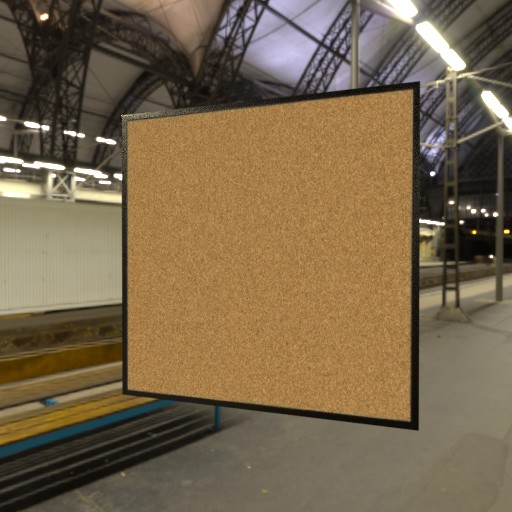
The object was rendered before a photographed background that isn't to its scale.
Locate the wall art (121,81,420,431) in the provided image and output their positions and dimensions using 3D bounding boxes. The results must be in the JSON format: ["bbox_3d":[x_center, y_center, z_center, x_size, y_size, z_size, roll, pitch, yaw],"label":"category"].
[{"bbox_3d":[0.000,0.000,0.505,0.349,0.349,0.014,0,1,19],"label":"wall art"}]
